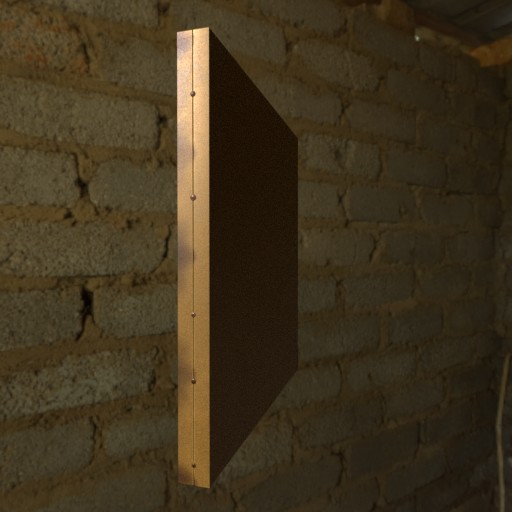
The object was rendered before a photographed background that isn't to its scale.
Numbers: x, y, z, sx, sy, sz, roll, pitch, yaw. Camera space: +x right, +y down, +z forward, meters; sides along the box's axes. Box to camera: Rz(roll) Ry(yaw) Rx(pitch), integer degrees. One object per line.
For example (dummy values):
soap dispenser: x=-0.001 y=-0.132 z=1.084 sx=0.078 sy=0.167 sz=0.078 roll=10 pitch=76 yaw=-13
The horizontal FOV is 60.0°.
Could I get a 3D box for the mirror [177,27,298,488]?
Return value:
mirror: x=0.000 y=0.000 z=0.736 sx=0.042 sy=0.507 sz=0.509 roll=0 pitch=1 yaw=16
